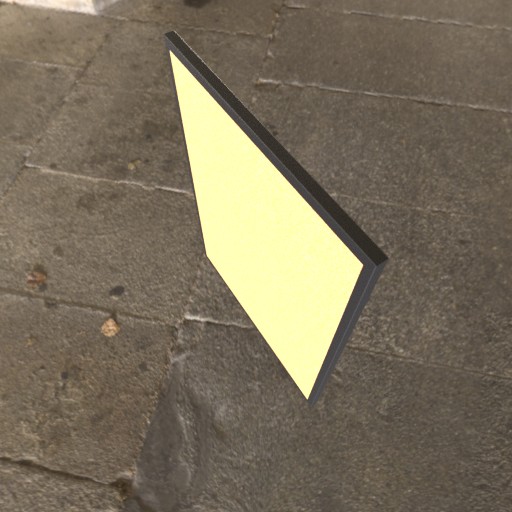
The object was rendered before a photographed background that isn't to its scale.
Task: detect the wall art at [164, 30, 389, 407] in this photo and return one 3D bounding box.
[{"bbox_3d":[0.000,0.000,1.347,0.030,1.027,0.774,-29,63,-16],"label":"wall art"}]
